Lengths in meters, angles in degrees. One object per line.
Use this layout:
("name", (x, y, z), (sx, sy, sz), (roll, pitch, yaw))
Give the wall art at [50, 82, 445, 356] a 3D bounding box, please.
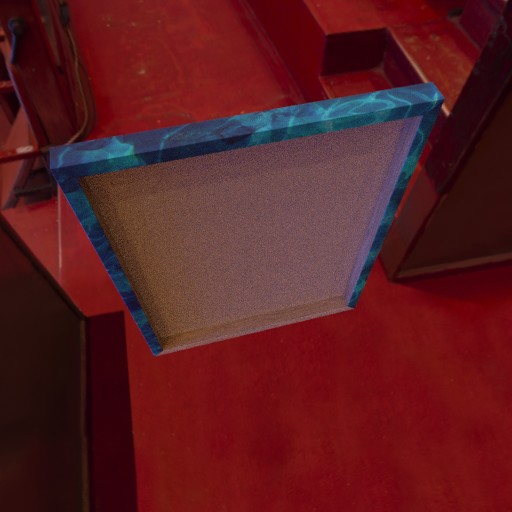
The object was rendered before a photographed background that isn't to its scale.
("wall art", (0.000, 0.000, 0.830), (0.508, 0.635, 0.038), (-12, 58, -8))
